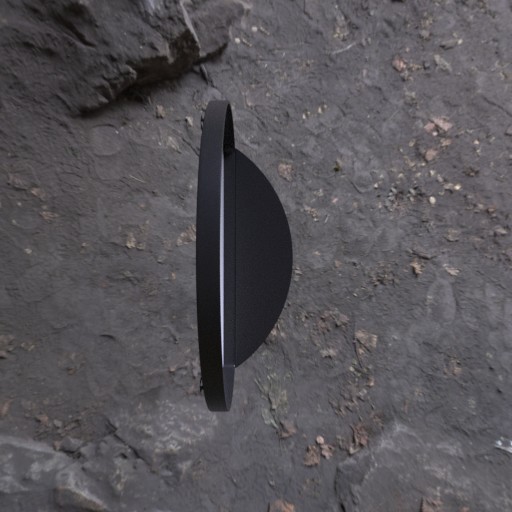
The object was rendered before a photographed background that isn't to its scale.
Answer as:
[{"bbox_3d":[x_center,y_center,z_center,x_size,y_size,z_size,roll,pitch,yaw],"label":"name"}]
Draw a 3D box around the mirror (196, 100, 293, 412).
[{"bbox_3d":[0.000,0.000,0.690,0.133,0.457,0.457,0,89,0],"label":"mirror"}]
